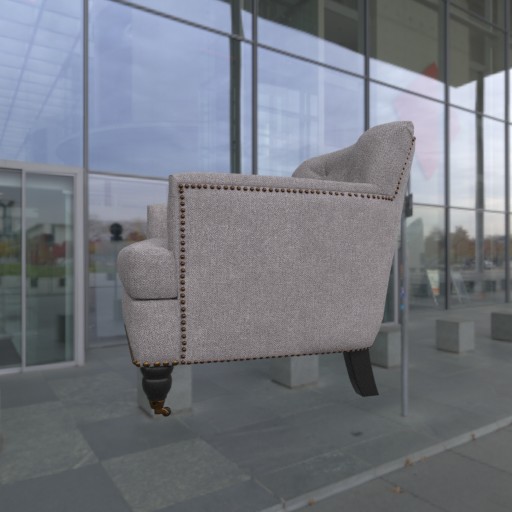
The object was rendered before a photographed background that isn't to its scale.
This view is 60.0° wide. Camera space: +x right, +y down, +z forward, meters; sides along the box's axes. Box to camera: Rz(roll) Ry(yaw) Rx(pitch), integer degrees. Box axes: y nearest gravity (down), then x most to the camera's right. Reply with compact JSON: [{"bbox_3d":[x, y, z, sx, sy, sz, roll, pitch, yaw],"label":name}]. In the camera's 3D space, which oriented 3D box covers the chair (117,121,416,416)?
[{"bbox_3d":[0.000,0.000,1.513,0.902,0.823,0.737,0,0,-18],"label":"chair"}]
